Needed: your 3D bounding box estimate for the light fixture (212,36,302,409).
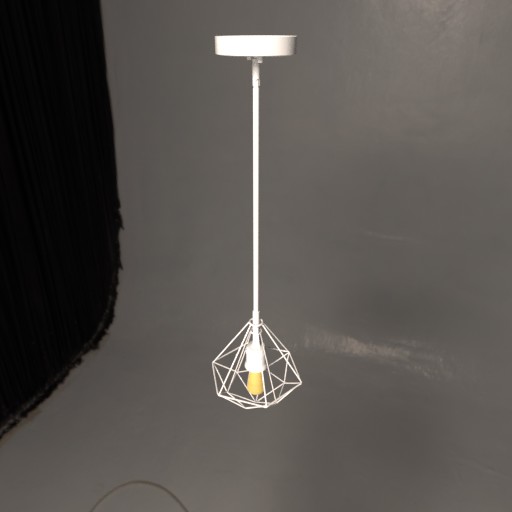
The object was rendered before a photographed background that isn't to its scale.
[{"bbox_3d":[0.000,0.000,1.985,0.487,1.764,0.431,9,28,17],"label":"light fixture"}]
